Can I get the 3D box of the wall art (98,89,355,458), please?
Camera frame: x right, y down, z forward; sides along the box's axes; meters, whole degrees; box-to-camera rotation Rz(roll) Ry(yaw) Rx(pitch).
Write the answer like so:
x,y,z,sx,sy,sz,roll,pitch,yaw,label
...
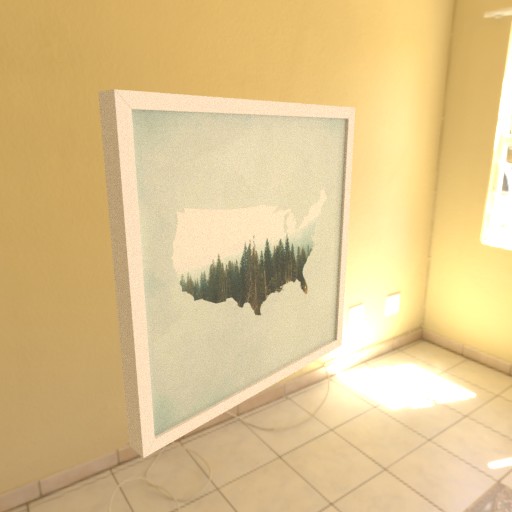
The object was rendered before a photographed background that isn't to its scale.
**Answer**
x,y,z,sx,sy,sz,roll,pitch,yaw,label
0.000,0.000,0.461,0.024,0.304,0.304,15,21,43,wall art
